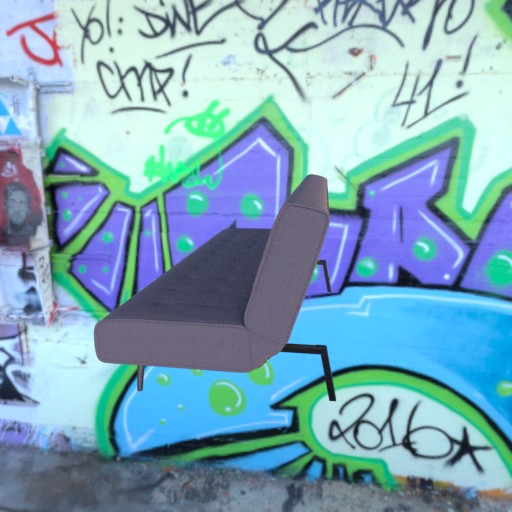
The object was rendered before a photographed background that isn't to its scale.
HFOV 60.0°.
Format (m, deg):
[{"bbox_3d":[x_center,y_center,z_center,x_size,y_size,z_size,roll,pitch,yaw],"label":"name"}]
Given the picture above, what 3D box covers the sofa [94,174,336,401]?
[{"bbox_3d":[0.000,0.000,2.101,0.747,0.699,1.703,2,13,8],"label":"sofa"}]
